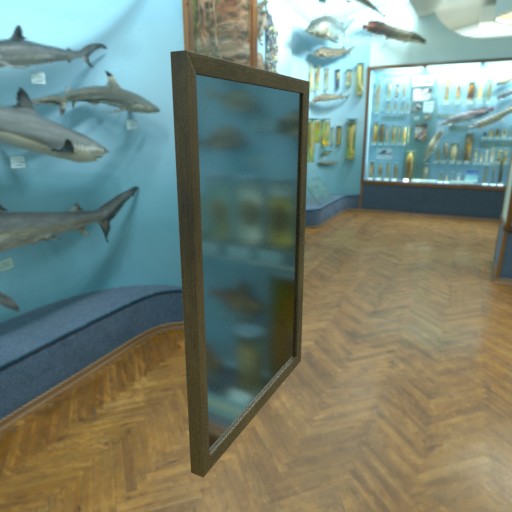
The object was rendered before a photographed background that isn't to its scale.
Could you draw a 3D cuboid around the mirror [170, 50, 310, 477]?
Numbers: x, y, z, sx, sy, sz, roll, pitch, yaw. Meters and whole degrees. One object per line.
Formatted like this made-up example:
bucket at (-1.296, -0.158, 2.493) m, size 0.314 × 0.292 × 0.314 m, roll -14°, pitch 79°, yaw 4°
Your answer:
mirror at (0.000, 0.000, 1.175) m, size 0.040 × 0.915 × 0.609 m, roll 8°, pitch 18°, yaw 26°
